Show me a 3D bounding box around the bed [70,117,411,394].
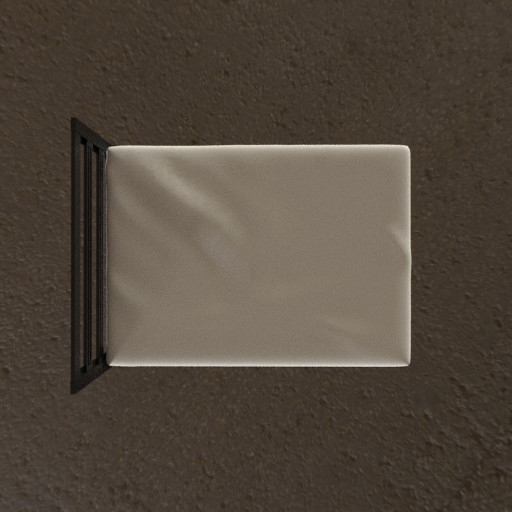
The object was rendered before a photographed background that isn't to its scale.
[{"bbox_3d":[0.000,0.000,2.913,2.062,0.967,1.524,0,90,0],"label":"bed"}]
